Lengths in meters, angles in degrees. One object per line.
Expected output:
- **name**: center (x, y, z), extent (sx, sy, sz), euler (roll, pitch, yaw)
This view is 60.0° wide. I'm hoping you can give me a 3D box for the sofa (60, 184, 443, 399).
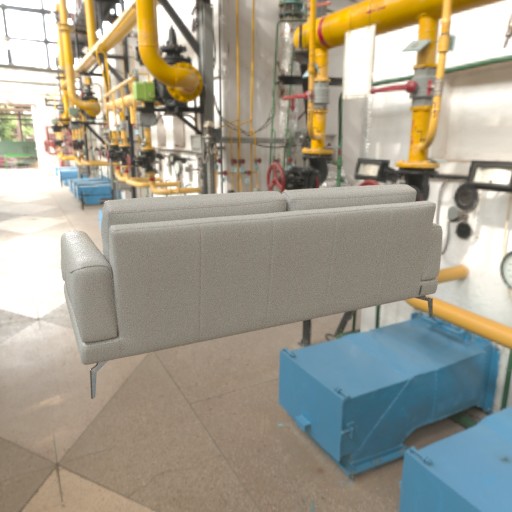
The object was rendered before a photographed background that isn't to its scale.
- **sofa**: center (0.000, 0.000, 2.429), extent (1.940, 0.765, 0.974), euler (-7, 16, -26)
